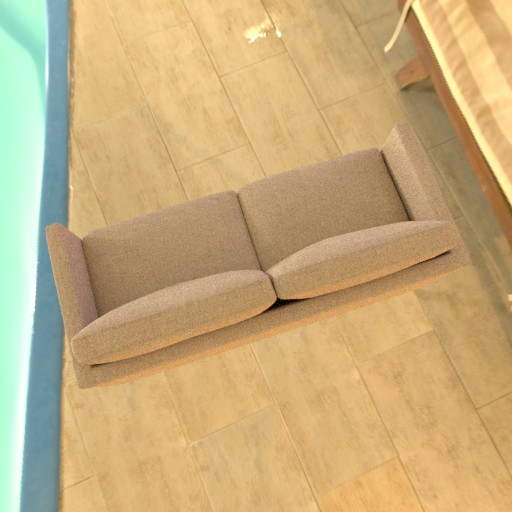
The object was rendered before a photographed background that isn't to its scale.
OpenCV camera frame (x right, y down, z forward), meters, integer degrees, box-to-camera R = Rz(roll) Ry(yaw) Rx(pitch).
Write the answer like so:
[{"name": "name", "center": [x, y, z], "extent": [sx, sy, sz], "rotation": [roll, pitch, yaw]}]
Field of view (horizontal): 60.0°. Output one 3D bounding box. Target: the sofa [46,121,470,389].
[{"name": "sofa", "center": [0.000, 0.000, 2.699], "extent": [2.208, 0.965, 0.951], "rotation": [-17, 77, -4]}]
